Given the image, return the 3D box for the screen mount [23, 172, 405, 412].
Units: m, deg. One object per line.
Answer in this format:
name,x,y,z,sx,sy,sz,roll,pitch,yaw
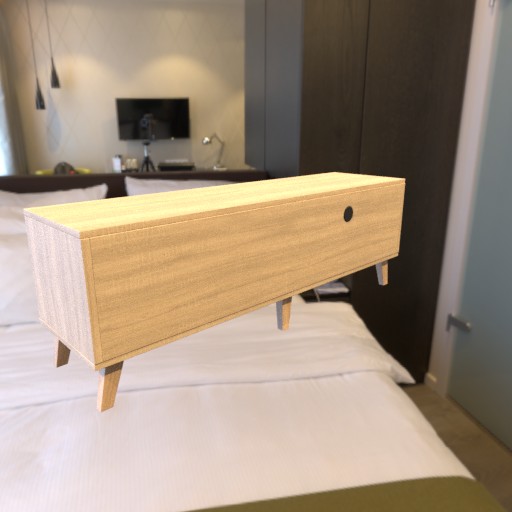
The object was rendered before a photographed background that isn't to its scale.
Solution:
screen mount,0.000,0.000,1.724,1.500,0.509,0.401,-15,22,-41
